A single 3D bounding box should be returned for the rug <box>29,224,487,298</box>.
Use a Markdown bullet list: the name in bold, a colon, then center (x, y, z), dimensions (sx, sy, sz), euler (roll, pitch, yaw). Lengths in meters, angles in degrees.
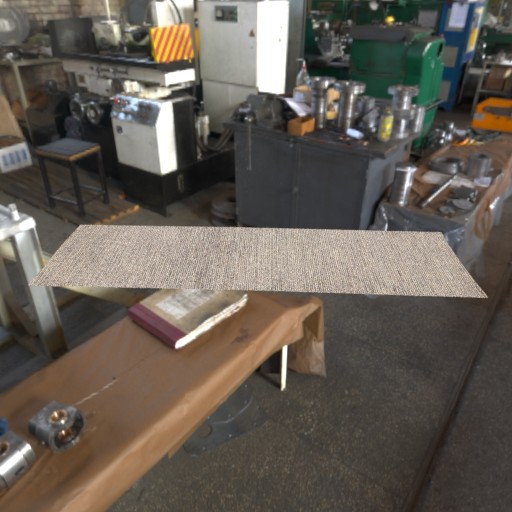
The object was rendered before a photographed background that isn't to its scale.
- **rug**: center (0.000, 0.000, 2.542), dimensions (2.335, 0.013, 0.697), euler (1, 31, 2)
